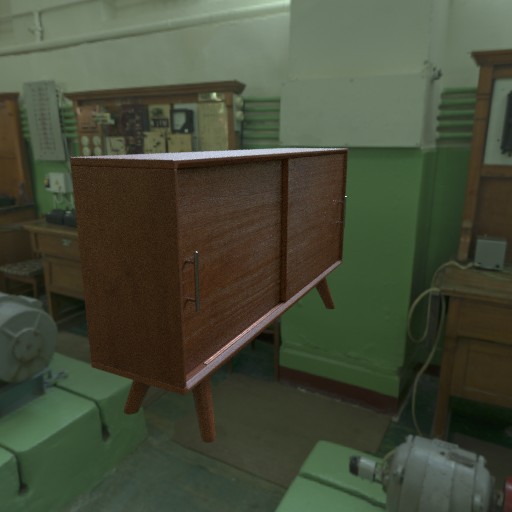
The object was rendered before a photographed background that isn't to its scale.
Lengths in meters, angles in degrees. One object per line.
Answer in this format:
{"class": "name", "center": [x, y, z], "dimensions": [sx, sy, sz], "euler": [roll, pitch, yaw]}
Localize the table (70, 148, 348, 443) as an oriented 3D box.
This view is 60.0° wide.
{"class": "table", "center": [0.000, 0.000, 1.518], "dimensions": [0.308, 0.698, 1.220], "euler": [7, 16, 26]}
